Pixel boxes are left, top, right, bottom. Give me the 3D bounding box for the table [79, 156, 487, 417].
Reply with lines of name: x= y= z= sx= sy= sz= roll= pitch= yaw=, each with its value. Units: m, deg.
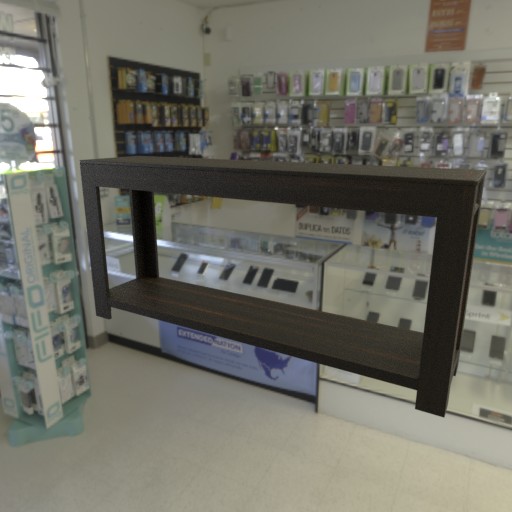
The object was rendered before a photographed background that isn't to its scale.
table: x=0.000 y=0.000 z=1.876 sx=1.631 sy=0.762 sz=0.384 roll=9 pitch=18 yaw=29
